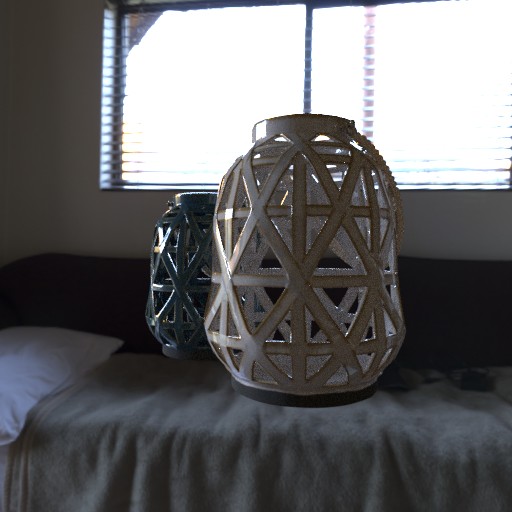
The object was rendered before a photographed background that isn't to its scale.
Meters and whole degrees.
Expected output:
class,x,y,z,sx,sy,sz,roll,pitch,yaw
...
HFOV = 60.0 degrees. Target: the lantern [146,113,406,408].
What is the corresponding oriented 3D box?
class,x,y,z,sx,sy,sz,roll,pitch,yaw
lantern,0.000,0.000,0.622,0.245,0.307,0.439,0,0,-37
